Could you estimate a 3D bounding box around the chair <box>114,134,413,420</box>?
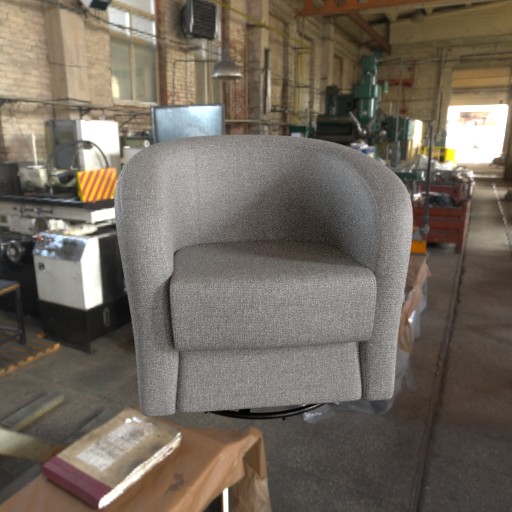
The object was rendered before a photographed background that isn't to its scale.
[{"bbox_3d":[0.000,0.000,1.440,0.791,0.771,0.815,-2,15,-7],"label":"chair"}]
